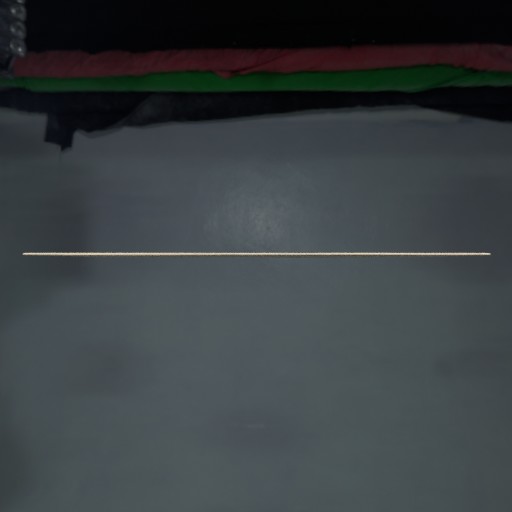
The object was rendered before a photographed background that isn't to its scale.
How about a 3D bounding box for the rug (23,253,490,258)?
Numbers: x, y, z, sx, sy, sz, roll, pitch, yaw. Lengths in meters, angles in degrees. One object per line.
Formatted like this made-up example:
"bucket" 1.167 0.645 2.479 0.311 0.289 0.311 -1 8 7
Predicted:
"rug" 0.000 0.000 3.880 2.895 0.018 2.288 0 -1 -1
